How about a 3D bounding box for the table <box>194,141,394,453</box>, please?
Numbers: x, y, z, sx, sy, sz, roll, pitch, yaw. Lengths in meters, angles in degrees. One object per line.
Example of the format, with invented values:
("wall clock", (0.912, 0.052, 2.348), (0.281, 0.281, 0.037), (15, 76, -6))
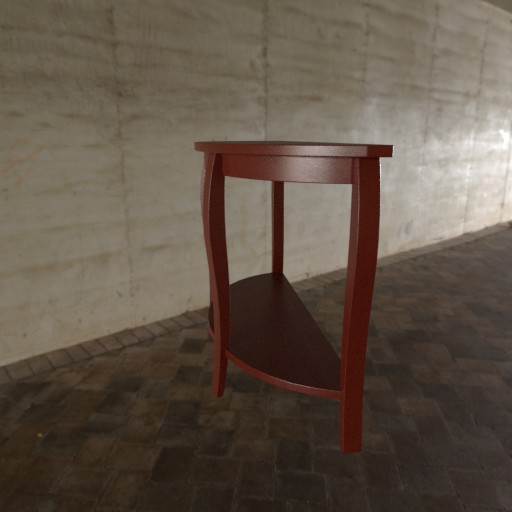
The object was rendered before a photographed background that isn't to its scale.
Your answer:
("table", (0.000, 0.000, 1.566), (0.405, 0.779, 1.219), (-2, 15, -8))
